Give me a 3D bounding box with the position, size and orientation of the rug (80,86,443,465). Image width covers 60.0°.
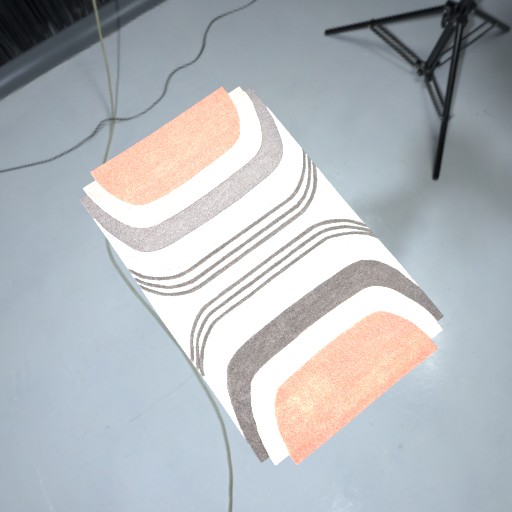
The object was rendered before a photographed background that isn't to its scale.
[{"bbox_3d":[0.000,0.000,3.068,1.530,0.017,2.446,-36,79,-8],"label":"rug"}]
